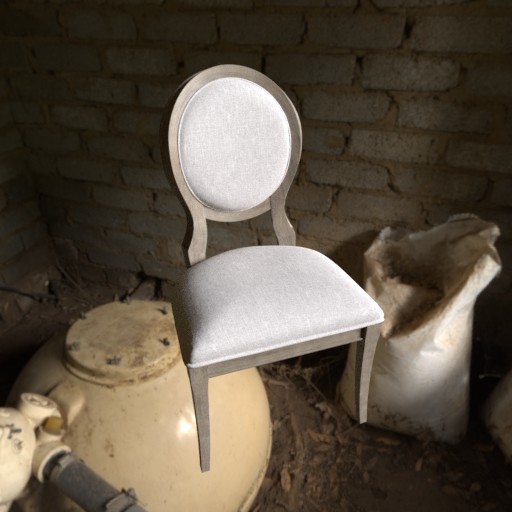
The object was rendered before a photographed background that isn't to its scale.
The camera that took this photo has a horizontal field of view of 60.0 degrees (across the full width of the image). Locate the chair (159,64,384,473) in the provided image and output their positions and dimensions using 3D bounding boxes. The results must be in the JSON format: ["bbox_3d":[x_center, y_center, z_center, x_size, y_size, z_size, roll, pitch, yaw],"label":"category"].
[{"bbox_3d":[0.000,0.000,1.320,0.558,0.990,0.602,-10,32,-16],"label":"chair"}]
